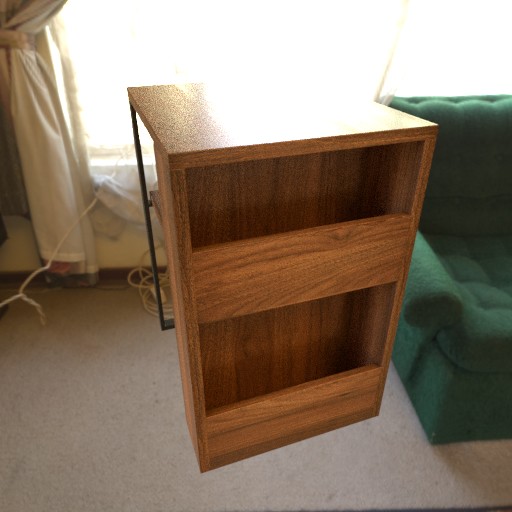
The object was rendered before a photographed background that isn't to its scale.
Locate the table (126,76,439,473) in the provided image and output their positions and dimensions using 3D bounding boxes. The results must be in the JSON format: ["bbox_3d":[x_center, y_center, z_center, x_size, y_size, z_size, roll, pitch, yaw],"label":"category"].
[{"bbox_3d":[0.000,0.000,1.559,0.660,1.041,0.786,-11,32,-17],"label":"table"}]
